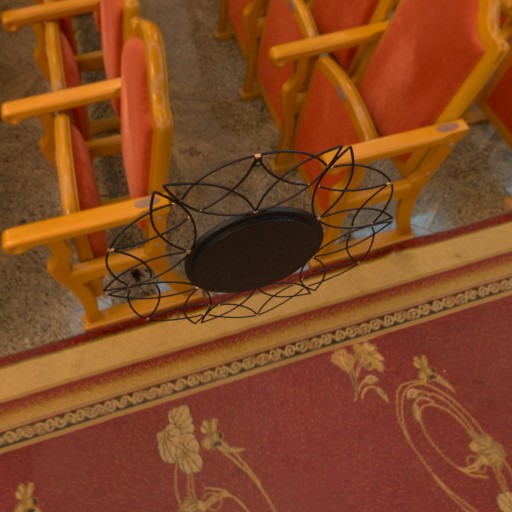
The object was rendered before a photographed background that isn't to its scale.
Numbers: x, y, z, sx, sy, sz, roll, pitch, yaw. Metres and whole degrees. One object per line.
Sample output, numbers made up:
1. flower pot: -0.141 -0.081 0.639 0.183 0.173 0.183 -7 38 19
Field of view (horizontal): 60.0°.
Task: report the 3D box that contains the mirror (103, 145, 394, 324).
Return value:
1. mirror: 0.000 0.000 1.176 0.797 0.775 0.028 -14 60 -8
